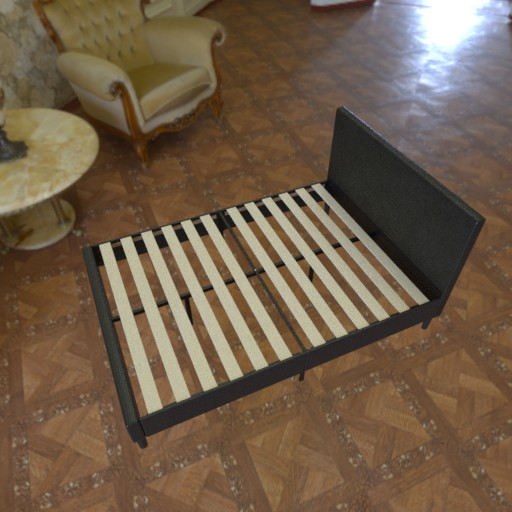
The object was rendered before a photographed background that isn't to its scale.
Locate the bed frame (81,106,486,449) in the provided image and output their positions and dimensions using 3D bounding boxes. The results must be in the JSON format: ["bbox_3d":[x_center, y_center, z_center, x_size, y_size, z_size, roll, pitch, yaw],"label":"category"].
[{"bbox_3d":[0.000,0.000,2.986,2.152,1.046,1.469,-18,48,-17],"label":"bed frame"}]
